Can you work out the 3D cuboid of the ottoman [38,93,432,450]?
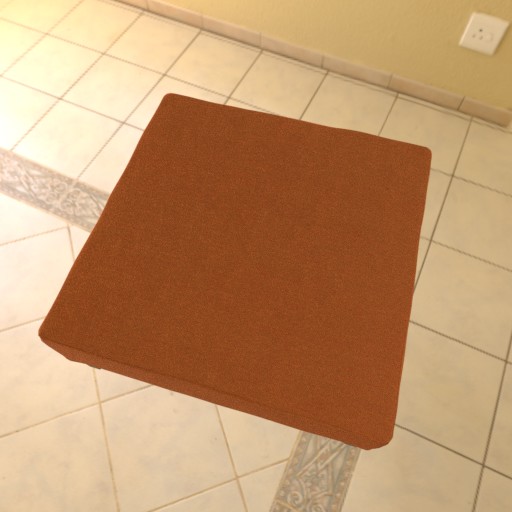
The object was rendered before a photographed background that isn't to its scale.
[{"bbox_3d":[0.000,0.000,1.517,0.997,0.438,0.999,14,64,7],"label":"ottoman"}]
